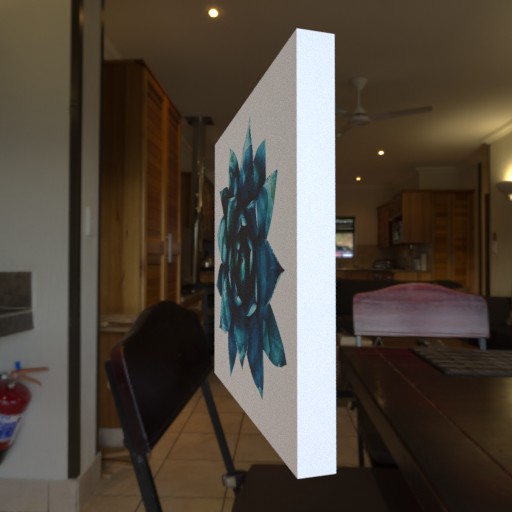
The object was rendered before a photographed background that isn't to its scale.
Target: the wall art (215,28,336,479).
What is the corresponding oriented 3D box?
[{"bbox_3d":[0.000,0.000,0.600,0.038,0.406,0.406,0,-1,-16],"label":"wall art"}]
